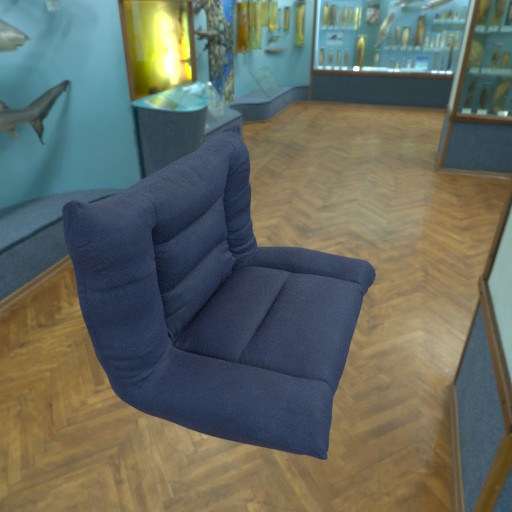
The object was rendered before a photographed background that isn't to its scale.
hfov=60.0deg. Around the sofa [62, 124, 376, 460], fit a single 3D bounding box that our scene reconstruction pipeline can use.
[{"bbox_3d":[0.000,0.000,1.694,0.849,0.778,1.122,10,31,18],"label":"sofa"}]
